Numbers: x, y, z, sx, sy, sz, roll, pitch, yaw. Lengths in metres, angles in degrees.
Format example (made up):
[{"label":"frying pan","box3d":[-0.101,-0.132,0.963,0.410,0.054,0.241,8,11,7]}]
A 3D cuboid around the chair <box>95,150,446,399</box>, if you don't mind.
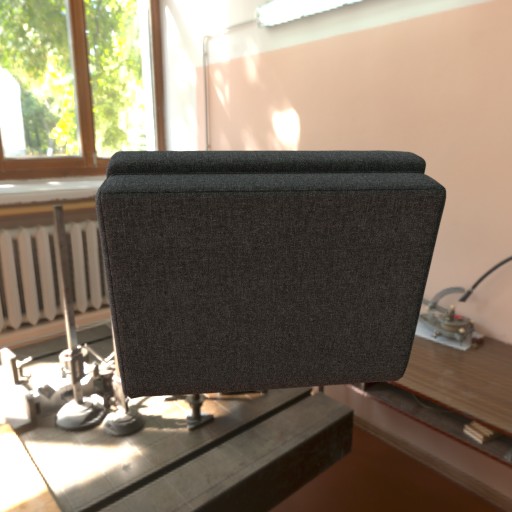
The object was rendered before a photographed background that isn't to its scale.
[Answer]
[{"label":"chair","box3d":[0.000,0.000,1.319,0.740,0.615,0.800,-2,14,-7]}]
